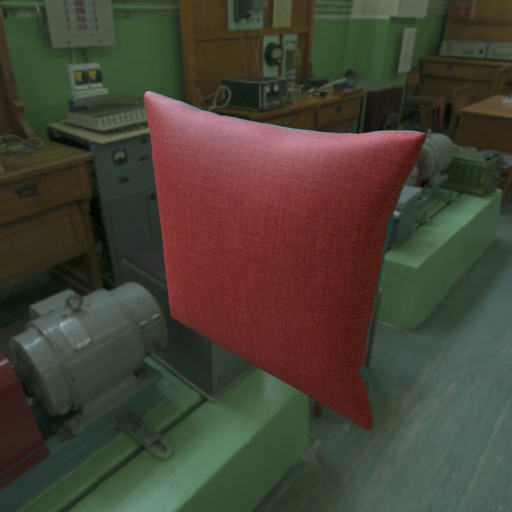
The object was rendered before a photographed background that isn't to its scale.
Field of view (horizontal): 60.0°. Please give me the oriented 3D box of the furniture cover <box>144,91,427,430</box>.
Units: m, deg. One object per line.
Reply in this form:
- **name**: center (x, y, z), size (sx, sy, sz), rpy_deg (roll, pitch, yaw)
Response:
- **furniture cover**: center (0.000, 0.000, 0.783), size (0.517, 0.508, 0.158), rpy_deg (22, 36, 33)
